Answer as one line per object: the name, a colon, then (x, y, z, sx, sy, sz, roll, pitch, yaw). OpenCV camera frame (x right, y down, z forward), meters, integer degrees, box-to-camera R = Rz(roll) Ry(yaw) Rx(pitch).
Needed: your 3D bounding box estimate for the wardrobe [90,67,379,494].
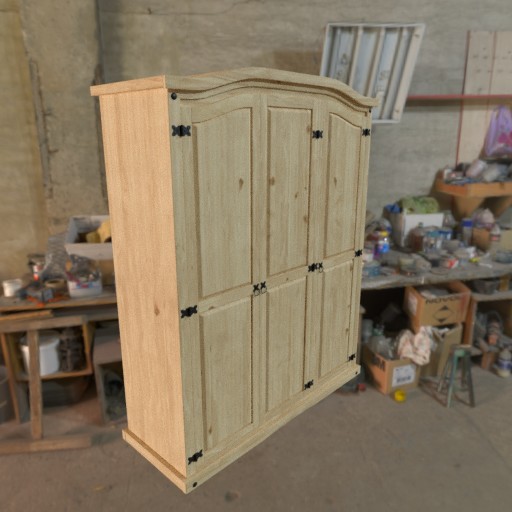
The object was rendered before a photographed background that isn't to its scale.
wardrobe: (0.000, 0.000, 2.495, 0.570, 1.870, 1.500, 14, 21, 42)
